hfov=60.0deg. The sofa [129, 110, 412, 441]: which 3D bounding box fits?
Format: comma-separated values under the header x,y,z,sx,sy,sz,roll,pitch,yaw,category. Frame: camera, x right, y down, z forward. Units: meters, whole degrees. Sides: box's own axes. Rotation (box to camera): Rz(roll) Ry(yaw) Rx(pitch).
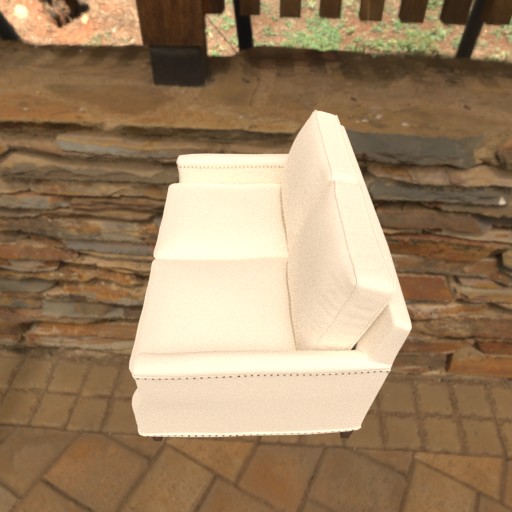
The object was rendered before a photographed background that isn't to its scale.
x,y,z,sx,sy,sz,roll,pitch,yaw,category
0.000,0.000,2.308,1.084,1.003,1.597,-1,43,-1,sofa
